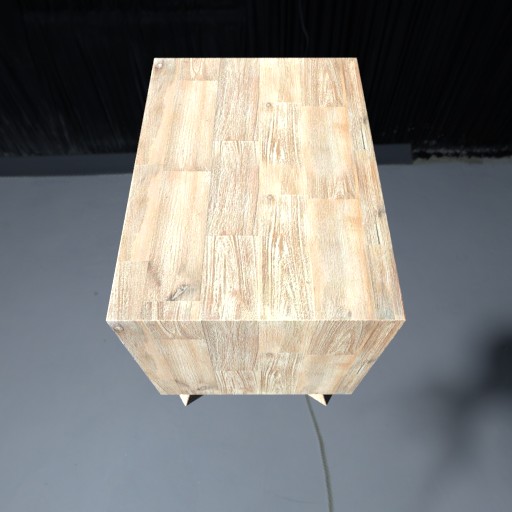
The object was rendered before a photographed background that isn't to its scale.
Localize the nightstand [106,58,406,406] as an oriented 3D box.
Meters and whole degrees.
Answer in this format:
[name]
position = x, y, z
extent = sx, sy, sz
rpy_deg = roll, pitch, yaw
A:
[nightstand]
position = 0.000, 0.000, 0.978
extent = 0.396, 0.589, 0.552
rpy_deg = 0, 59, 0
